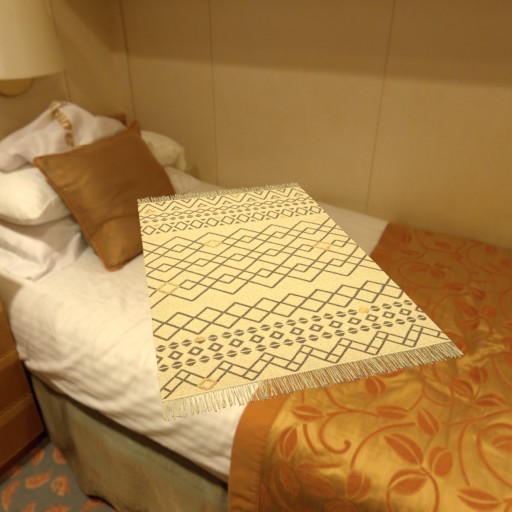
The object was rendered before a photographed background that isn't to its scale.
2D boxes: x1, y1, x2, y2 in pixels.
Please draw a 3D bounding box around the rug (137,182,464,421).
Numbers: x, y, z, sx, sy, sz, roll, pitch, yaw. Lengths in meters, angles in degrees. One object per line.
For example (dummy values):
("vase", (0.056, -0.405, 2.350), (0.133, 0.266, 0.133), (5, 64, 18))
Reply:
("rug", (0.000, 0.000, 3.062), (1.495, 0.035, 2.472), (-8, 31, -13))
